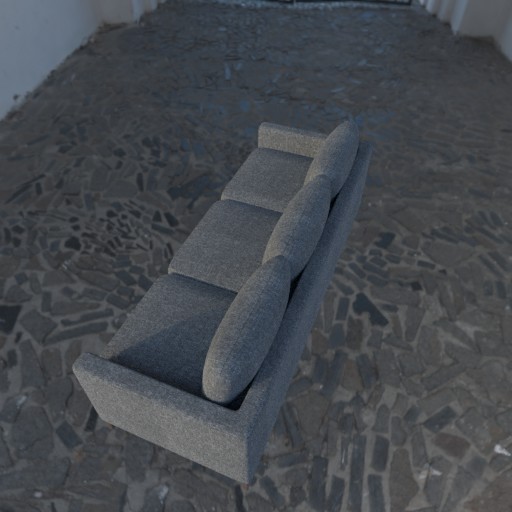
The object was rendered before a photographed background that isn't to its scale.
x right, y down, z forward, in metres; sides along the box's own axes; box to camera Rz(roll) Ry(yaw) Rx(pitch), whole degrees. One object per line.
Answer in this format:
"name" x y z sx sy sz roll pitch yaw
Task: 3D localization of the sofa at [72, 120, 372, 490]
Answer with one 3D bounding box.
"sofa" 0.000 0.000 2.648 0.859 0.874 2.218 17 49 15
